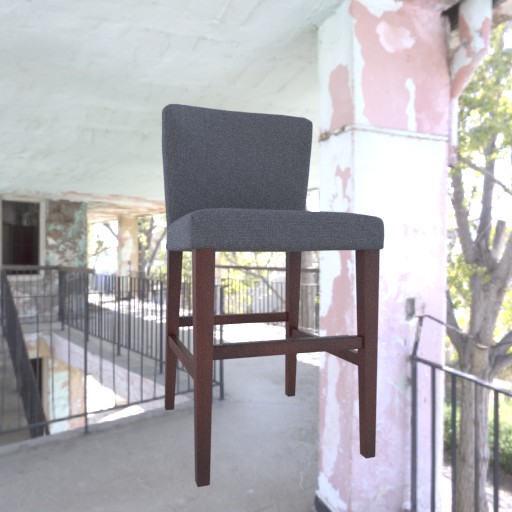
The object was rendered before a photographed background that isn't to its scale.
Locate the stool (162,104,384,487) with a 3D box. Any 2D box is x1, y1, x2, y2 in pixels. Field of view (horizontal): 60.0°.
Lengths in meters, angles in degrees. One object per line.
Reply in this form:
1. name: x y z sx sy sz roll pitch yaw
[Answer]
1. stool: 0.000 0.000 1.239 0.479 0.968 0.568 0 0 -19
